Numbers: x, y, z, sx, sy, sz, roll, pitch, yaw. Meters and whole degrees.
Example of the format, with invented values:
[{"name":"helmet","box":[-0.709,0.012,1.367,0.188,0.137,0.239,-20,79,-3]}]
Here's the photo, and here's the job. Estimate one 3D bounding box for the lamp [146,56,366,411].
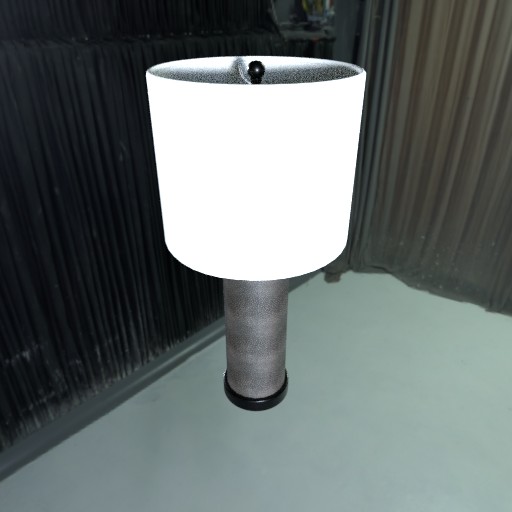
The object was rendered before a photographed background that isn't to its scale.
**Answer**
[{"name":"lamp","box":[0.000,0.000,0.780,0.305,0.634,0.305,21,36,32]}]
